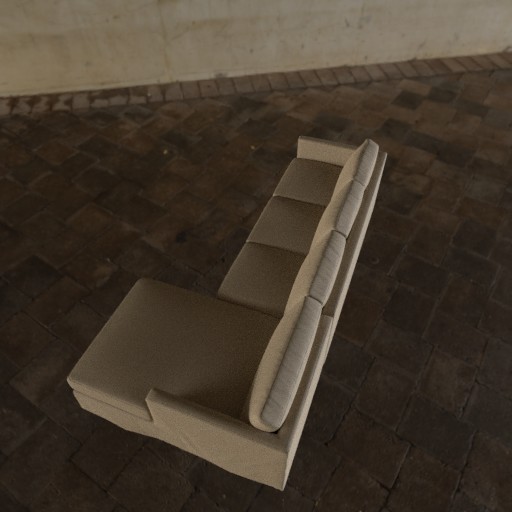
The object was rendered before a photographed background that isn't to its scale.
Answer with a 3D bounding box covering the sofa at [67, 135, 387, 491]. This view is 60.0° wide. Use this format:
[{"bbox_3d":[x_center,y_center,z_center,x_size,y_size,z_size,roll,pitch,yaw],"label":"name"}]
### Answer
[{"bbox_3d":[0.000,0.000,3.843,1.622,0.871,3.206,16,49,14],"label":"sofa"}]
